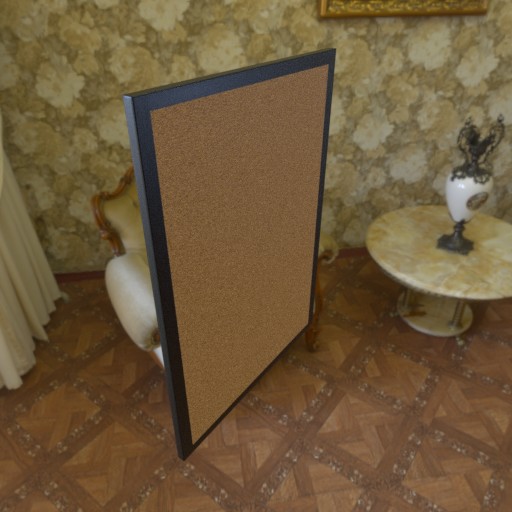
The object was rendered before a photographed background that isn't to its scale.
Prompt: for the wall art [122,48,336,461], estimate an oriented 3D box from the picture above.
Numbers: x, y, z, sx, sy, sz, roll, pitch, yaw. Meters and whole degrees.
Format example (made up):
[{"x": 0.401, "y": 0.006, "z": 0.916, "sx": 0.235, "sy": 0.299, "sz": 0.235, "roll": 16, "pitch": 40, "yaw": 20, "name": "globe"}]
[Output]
[{"x": 0.000, "y": 0.000, "z": 0.823, "sx": 0.016, "sy": 0.657, "sz": 0.480, "roll": 21, "pitch": 38, "yaw": 30, "name": "wall art"}]
